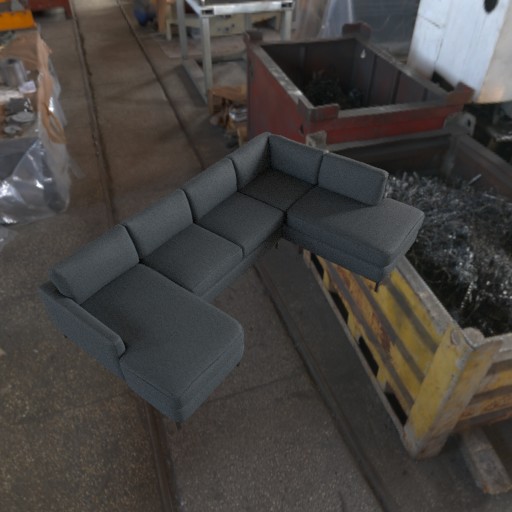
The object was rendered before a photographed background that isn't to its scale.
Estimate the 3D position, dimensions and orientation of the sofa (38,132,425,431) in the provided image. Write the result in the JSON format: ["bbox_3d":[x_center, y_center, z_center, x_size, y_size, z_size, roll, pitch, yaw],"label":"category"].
[{"bbox_3d":[0.000,0.000,3.928,1.984,0.858,2.975,27,48,27],"label":"sofa"}]
